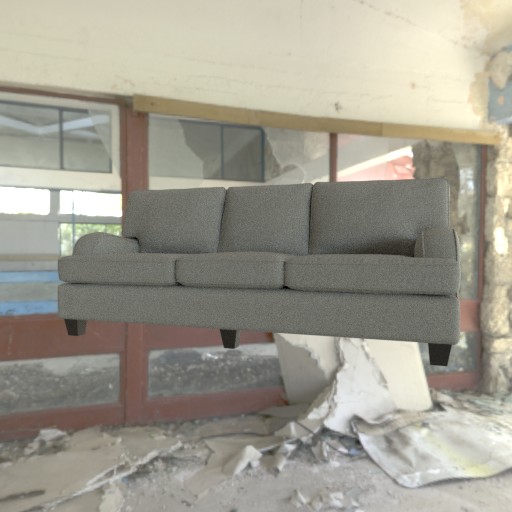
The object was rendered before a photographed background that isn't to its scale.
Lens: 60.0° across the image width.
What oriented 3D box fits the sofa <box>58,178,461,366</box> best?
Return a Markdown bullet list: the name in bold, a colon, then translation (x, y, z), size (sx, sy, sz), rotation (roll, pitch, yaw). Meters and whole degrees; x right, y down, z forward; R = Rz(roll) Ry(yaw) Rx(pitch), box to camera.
- **sofa**: translation (0.000, 0.000, 2.826), size (2.323, 0.997, 1.016), rotation (0, 1, 19)
